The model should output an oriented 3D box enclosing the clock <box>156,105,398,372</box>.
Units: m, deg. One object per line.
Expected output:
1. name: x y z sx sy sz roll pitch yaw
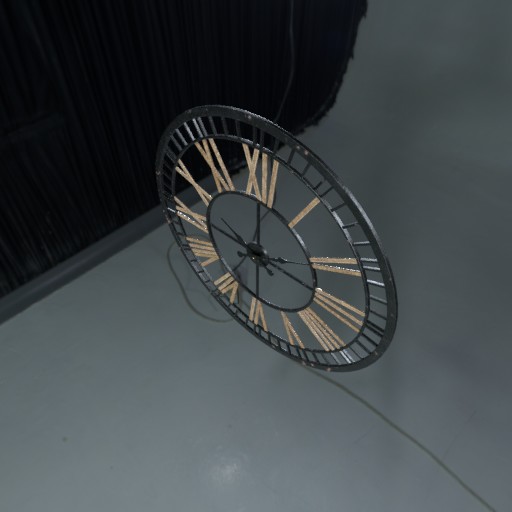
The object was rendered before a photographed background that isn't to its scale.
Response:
1. clock: 0.000 0.000 1.236 0.843 0.843 0.025 33 55 27
